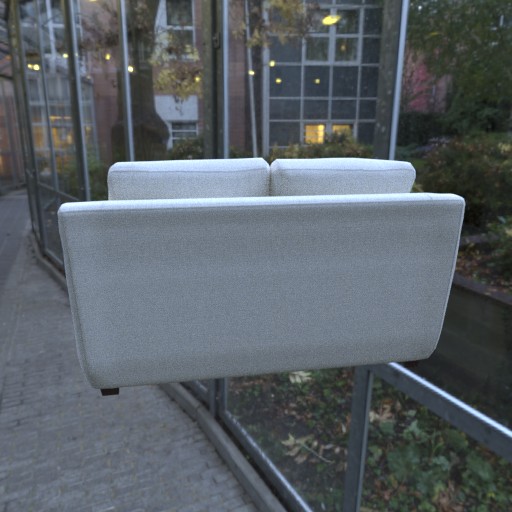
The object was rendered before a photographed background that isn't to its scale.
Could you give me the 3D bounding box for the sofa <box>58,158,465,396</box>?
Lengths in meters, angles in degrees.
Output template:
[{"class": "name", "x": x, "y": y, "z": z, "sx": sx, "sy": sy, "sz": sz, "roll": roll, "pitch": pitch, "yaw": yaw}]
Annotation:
[{"class": "sofa", "x": 0.000, "y": 0.000, "z": 2.367, "sx": 1.744, "sy": 1.047, "sz": 1.040, "roll": -3, "pitch": 15, "yaw": -10}]
